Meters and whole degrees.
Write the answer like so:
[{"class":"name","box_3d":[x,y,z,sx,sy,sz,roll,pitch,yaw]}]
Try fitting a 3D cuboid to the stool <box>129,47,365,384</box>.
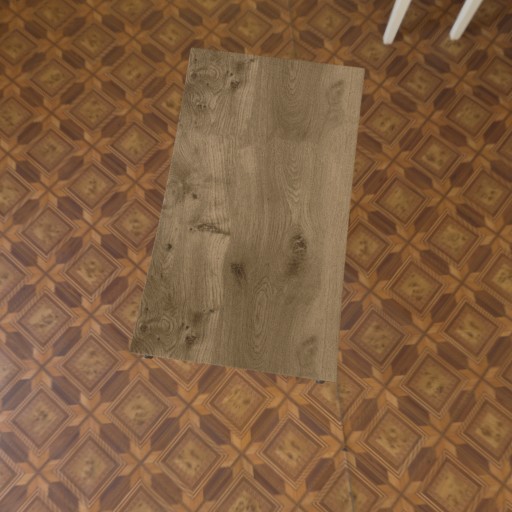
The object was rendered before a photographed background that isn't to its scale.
[{"class":"stool","box_3d":[0.000,0.000,0.896,0.330,0.635,0.450,8,76,2]}]
